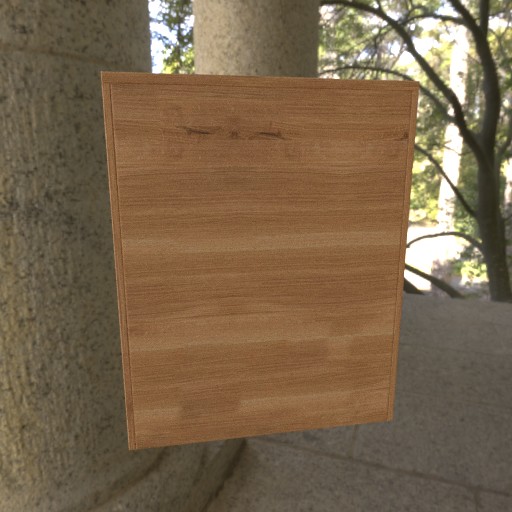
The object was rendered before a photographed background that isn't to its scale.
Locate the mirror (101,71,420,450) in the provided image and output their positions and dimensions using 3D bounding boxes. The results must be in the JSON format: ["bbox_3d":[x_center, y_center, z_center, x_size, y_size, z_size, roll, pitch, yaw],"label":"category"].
[{"bbox_3d":[0.000,0.000,1.396,0.800,1.000,0.400,-2,13,-10],"label":"mirror"}]
